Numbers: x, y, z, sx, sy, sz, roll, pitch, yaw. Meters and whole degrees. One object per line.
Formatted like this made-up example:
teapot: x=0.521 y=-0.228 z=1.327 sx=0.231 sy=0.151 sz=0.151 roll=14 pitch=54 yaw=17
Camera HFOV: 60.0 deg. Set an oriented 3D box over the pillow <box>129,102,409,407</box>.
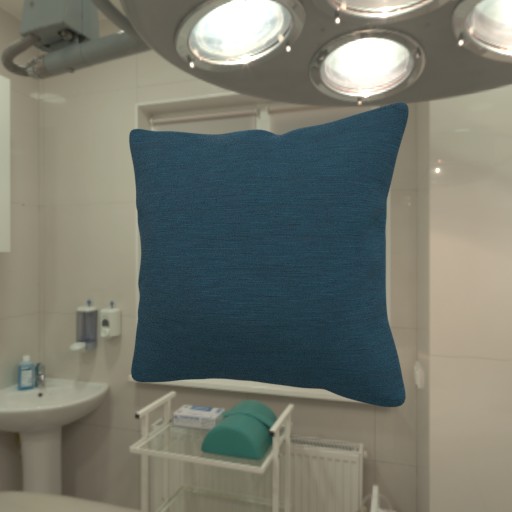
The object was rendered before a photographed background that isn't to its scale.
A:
pillow: x=0.000 y=0.000 z=0.672 sx=0.437 sy=0.420 sz=0.177 roll=0 pitch=0 yaw=17
